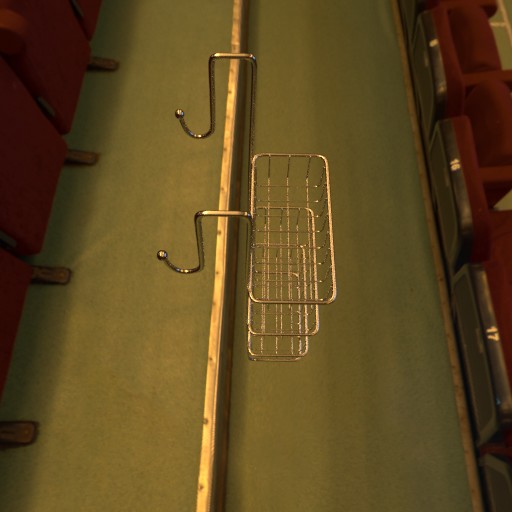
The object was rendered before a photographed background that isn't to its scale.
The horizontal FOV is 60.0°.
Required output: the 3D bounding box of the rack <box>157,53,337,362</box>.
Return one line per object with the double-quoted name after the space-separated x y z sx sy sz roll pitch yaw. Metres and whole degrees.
0.000 0.000 0.680 0.202 0.574 0.228 1 64 0 "rack"
